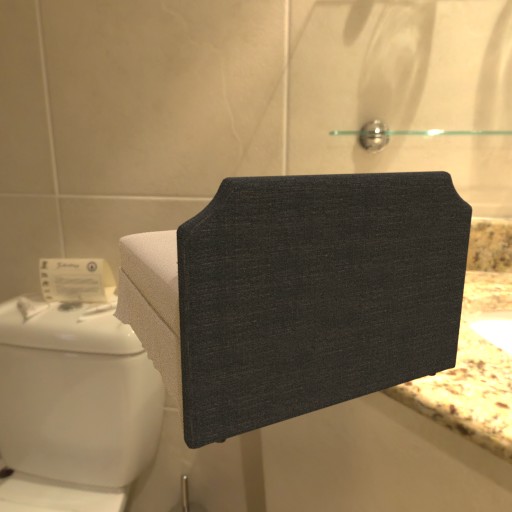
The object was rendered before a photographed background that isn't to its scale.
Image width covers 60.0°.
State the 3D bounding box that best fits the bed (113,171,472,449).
[{"bbox_3d":[0.000,0.000,3.290,1.828,1.297,2.208,-7,15,-26],"label":"bed"}]
